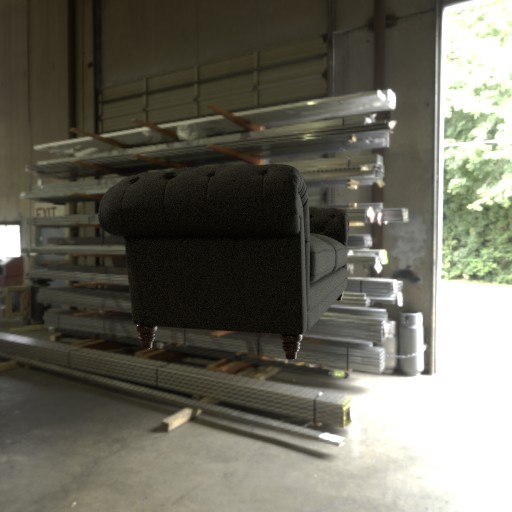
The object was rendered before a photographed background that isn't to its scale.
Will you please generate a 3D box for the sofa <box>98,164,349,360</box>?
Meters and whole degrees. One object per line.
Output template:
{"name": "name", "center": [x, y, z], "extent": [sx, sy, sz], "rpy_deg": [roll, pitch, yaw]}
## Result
{"name": "sofa", "center": [0.000, 0.000, 2.748], "extent": [0.991, 0.762, 2.362], "rpy_deg": [0, 2, 16]}
